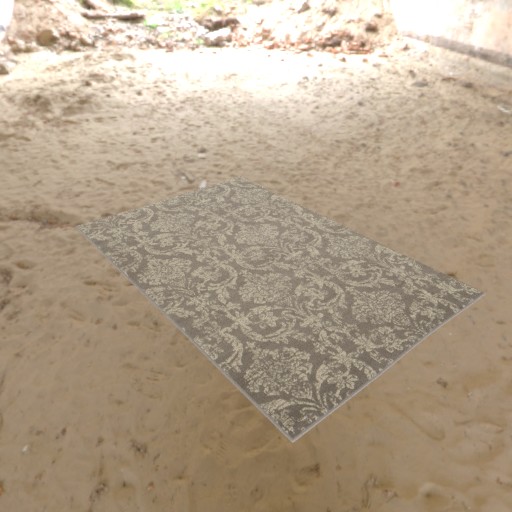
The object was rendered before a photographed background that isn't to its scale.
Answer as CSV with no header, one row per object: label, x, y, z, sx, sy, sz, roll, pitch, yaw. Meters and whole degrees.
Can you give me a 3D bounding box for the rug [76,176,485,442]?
rug,0.000,0.000,3.449,1.819,0.018,2.746,-23,39,-33
